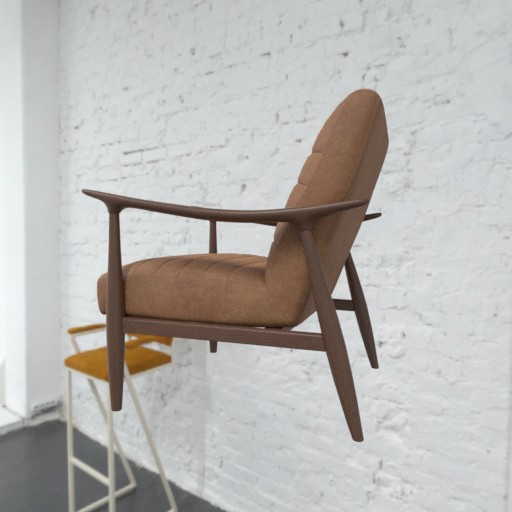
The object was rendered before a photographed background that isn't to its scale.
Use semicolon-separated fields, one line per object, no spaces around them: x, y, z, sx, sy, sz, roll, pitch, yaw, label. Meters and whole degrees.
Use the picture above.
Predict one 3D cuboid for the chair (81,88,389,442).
0.000;0.000;1.423;0.798;0.832;0.741;1;2;18;chair
